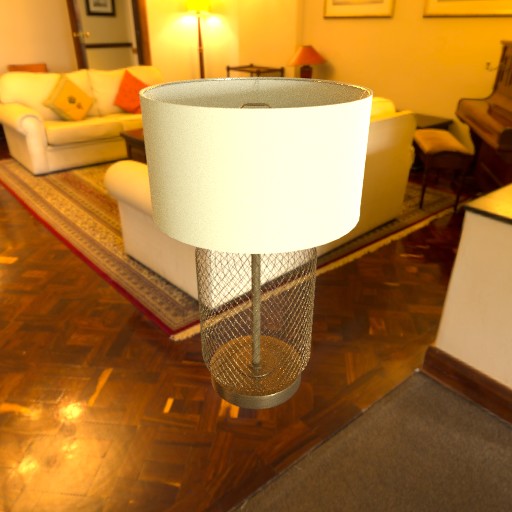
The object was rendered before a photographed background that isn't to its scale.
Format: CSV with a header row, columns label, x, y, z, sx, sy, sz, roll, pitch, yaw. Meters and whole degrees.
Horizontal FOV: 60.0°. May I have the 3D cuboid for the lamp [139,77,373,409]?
label,x,y,z,sx,sy,sz,roll,pitch,yaw
lamp,0.000,0.000,0.816,0.353,0.578,0.353,0,28,0
